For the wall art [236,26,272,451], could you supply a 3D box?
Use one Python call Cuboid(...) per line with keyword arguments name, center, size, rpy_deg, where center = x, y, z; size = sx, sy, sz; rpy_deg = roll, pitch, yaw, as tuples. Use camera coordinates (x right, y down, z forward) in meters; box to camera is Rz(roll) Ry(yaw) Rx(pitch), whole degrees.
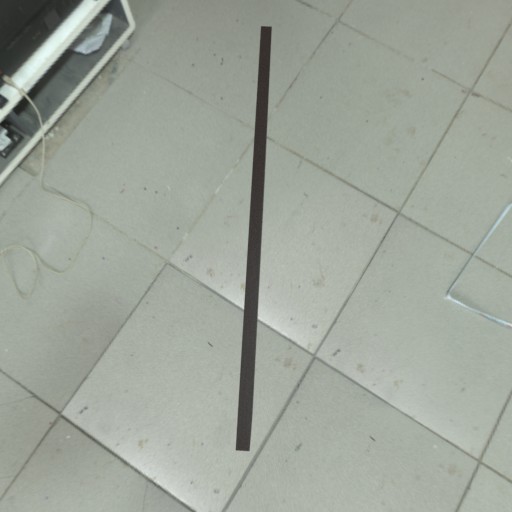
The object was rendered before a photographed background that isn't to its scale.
Cuboid(name="wall art", center=(0.000, 0.000, 1.665), size=(0.034, 0.952, 1.207), rpy_deg=(3, 75, 1))
